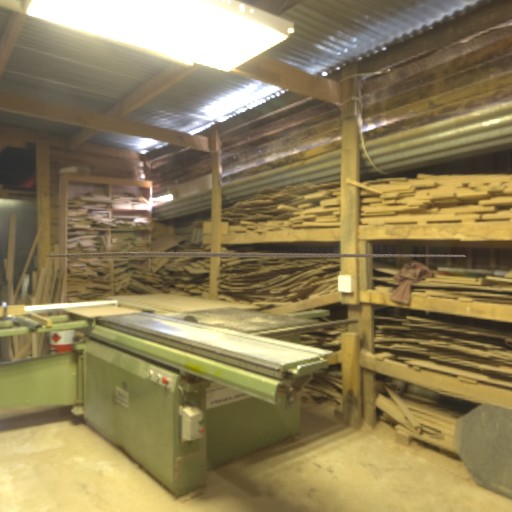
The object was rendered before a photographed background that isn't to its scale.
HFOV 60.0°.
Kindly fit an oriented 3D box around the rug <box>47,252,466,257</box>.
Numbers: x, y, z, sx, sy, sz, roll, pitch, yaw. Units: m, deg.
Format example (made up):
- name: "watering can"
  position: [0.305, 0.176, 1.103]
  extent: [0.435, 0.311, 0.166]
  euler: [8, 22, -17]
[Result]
- name: "rug"
  position: [0.000, 0.000, 2.738]
  extent: [2.115, 0.013, 1.517]
  euler: [0, 0, -35]
